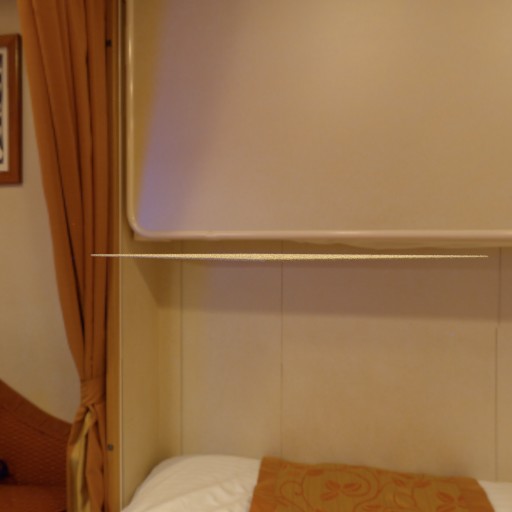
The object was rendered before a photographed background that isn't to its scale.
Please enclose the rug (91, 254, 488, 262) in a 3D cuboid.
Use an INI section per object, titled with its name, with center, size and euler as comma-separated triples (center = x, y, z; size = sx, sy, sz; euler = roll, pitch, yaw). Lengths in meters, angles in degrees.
[rug]
center = 0.000, 0.000, 2.343
size = 1.219, 0.010, 1.829
euler = 0, 1, -35
